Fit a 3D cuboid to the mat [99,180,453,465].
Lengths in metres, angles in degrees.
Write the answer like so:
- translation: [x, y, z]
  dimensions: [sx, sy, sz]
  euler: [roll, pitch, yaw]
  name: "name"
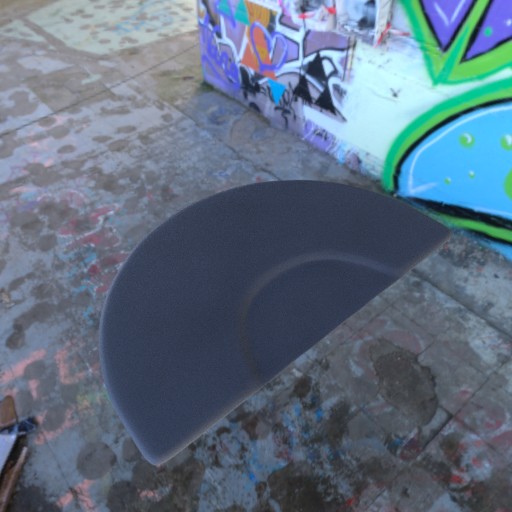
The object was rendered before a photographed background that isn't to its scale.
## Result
- translation: [0.000, 0.000, 1.826]
  dimensions: [1.525, 0.016, 0.917]
  euler: [-31, 53, -27]
  name: "mat"
